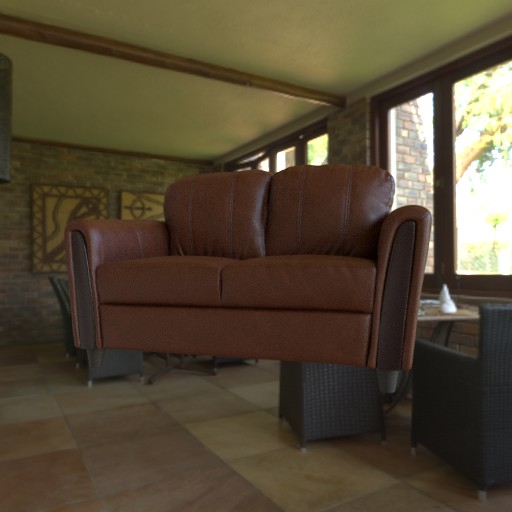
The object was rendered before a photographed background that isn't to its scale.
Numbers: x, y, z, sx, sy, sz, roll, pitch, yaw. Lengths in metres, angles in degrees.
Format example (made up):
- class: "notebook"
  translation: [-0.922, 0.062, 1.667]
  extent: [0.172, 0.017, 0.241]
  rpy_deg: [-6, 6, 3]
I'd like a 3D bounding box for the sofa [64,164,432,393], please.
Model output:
- class: "sofa"
  translation: [0.000, 0.000, 1.955]
  extent: [1.406, 0.906, 0.805]
  rpy_deg: [0, -1, 18]
